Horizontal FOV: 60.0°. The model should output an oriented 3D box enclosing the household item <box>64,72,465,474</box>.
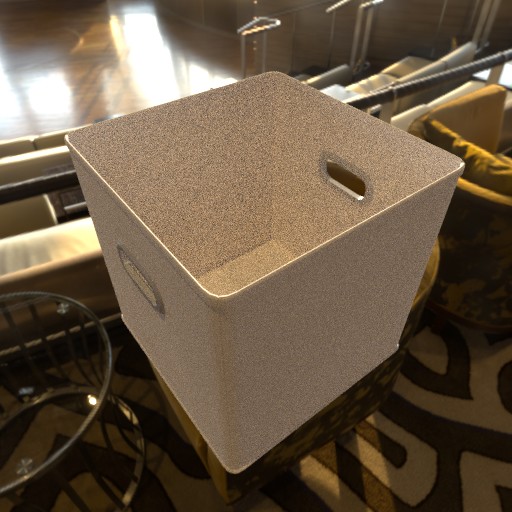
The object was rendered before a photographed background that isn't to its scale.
[{"bbox_3d":[0.000,0.000,0.559,0.305,0.305,0.305,-28,50,-26],"label":"household item"}]
